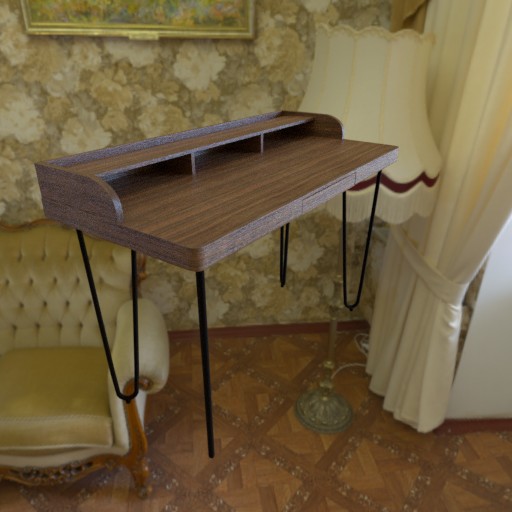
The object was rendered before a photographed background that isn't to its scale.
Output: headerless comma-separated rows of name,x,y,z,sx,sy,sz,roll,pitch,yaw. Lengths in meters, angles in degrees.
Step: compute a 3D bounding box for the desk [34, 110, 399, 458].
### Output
desk,0.000,0.000,1.628,0.565,0.854,1.200,17,31,32
